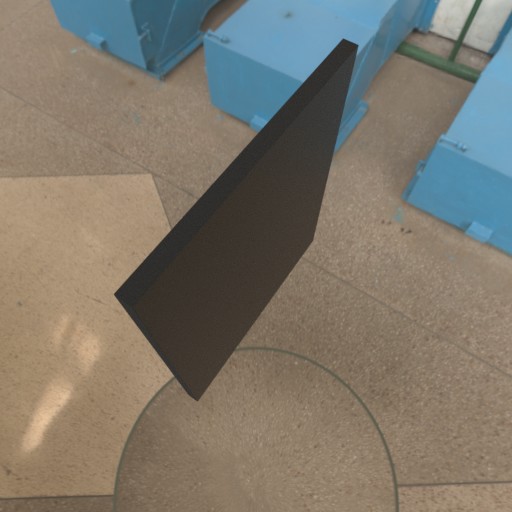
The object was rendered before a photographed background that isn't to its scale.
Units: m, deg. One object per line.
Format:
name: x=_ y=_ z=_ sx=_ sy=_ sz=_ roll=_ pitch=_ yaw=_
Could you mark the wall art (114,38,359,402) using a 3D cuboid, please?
wall art: x=0.000 y=0.000 z=0.707 sx=0.023 sy=0.505 sz=0.428 roll=31 pitch=67 yaw=15
